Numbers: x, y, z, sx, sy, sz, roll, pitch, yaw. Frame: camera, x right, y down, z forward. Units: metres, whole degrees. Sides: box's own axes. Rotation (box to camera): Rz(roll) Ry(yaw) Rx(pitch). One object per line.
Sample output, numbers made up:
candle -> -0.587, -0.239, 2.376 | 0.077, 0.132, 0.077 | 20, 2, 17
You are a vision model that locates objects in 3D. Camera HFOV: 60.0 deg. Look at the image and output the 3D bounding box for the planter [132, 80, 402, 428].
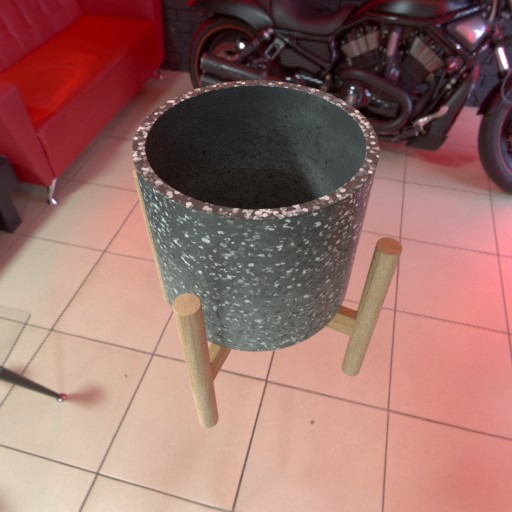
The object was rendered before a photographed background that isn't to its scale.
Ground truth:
planter -> 0.000, 0.000, 0.521 | 0.284, 0.320, 0.284 | -34, 56, -27
